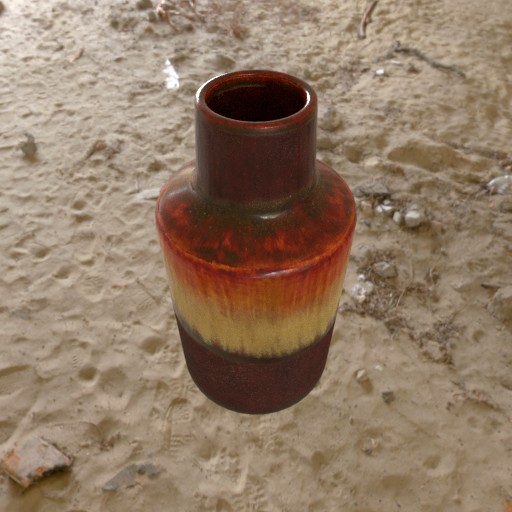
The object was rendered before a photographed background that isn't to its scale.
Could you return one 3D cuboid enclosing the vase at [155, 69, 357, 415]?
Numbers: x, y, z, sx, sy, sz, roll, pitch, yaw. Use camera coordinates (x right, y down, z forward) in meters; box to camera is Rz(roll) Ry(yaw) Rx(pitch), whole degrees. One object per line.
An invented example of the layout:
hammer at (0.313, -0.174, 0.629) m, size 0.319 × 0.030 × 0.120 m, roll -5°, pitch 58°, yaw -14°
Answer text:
vase at (0.000, 0.000, 0.266) m, size 0.108 × 0.204 × 0.108 m, roll 0°, pitch 46°, yaw 0°
